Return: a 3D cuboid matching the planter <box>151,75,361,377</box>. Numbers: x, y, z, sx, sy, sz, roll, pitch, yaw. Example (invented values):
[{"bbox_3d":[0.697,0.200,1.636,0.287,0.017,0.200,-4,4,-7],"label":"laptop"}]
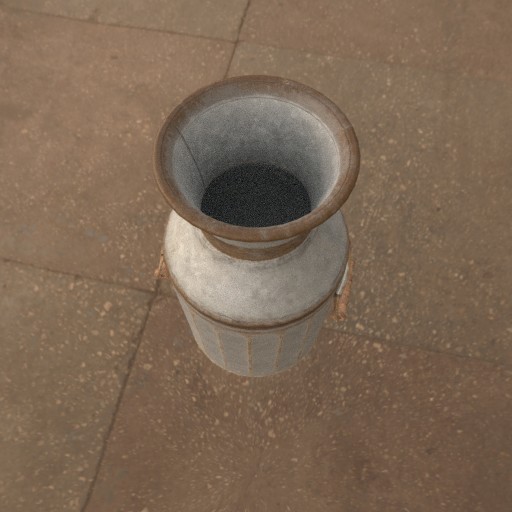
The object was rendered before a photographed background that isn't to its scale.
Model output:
[{"bbox_3d":[0.000,0.000,0.538,0.245,0.396,0.214,13,64,6],"label":"planter"}]
